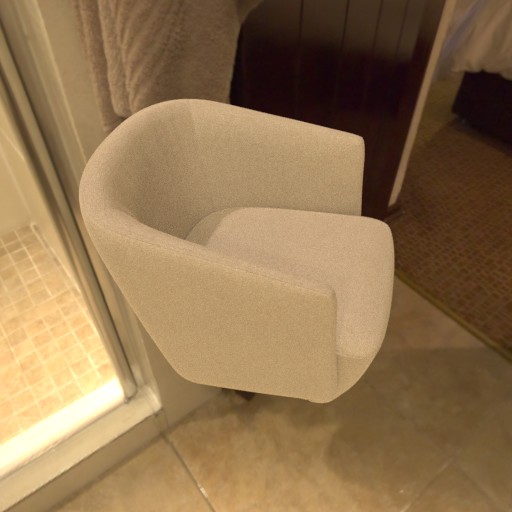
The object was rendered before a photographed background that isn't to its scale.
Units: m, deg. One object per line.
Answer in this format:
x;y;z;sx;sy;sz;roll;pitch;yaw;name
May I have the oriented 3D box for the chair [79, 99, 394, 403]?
0.000;0.000;1.629;0.986;0.861;0.822;11;46;11;chair
